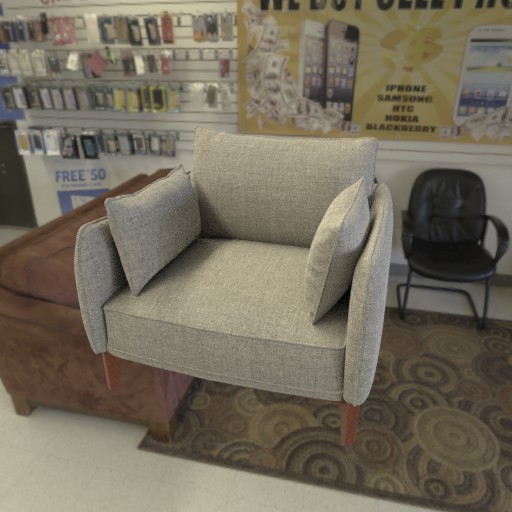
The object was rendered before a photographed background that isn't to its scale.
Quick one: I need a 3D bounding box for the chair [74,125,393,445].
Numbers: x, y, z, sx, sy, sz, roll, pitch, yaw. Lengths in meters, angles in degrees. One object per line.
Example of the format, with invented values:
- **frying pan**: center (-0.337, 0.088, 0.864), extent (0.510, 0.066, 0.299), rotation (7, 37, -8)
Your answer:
- **chair**: center (0.000, 0.000, 1.715), extent (0.993, 0.839, 0.976), rotation (7, 26, 15)
